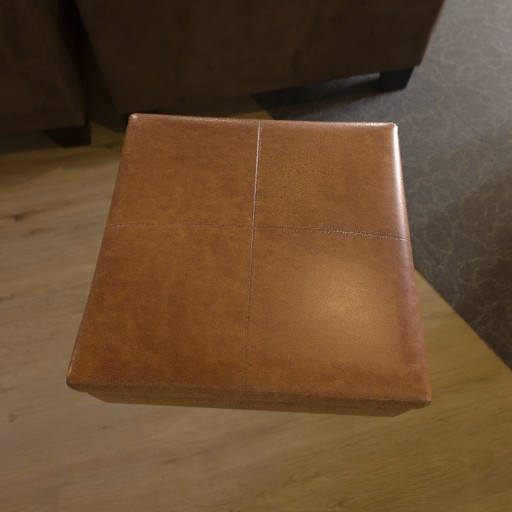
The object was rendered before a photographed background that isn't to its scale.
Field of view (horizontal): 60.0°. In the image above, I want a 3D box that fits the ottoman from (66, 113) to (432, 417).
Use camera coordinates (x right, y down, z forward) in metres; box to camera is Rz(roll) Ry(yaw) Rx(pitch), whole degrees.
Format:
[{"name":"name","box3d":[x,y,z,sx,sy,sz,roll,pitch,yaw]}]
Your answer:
[{"name":"ottoman","box3d":[0.000,0.000,1.803,1.168,0.483,1.169,2,62,1]}]
